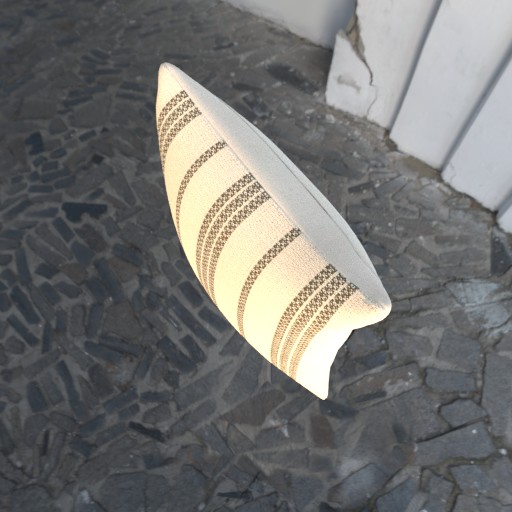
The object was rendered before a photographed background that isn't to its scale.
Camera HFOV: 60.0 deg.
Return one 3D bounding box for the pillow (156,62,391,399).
[{"bbox_3d":[0.000,0.000,0.645,0.173,0.406,0.405,-32,67,-16],"label":"pillow"}]
